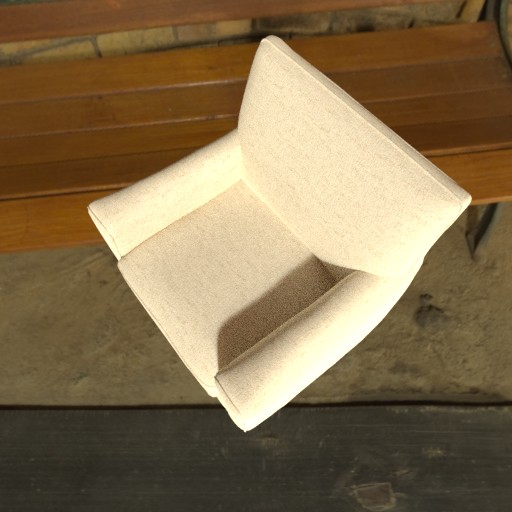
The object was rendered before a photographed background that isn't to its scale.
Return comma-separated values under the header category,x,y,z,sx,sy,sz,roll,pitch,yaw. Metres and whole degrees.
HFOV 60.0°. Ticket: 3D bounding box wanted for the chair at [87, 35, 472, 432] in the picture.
category,x,y,z,sx,sy,sz,roll,pitch,yaw
chair,0.000,0.000,1.567,0.823,0.943,0.870,-35,68,-17
